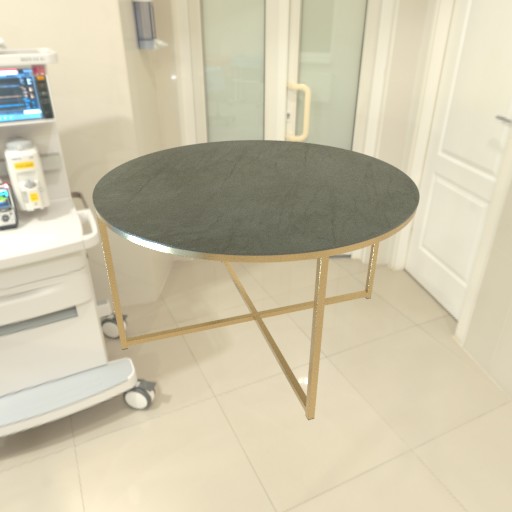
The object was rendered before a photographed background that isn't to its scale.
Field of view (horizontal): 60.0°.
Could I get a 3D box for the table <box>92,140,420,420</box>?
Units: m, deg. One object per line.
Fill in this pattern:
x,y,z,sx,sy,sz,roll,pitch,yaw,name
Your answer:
0.000,0.000,1.247,0.800,0.450,0.800,0,29,0,table
